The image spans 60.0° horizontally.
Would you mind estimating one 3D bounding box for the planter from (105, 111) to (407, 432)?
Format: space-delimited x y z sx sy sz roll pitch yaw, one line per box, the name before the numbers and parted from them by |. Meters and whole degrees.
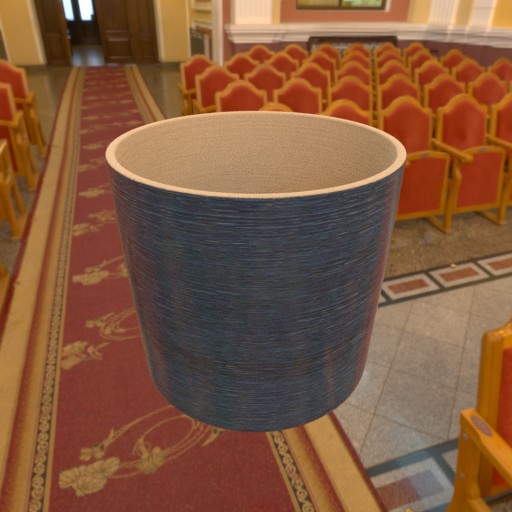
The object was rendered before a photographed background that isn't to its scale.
planter | 0.000 0.000 0.389 0.221 0.201 0.221 0 30 0
